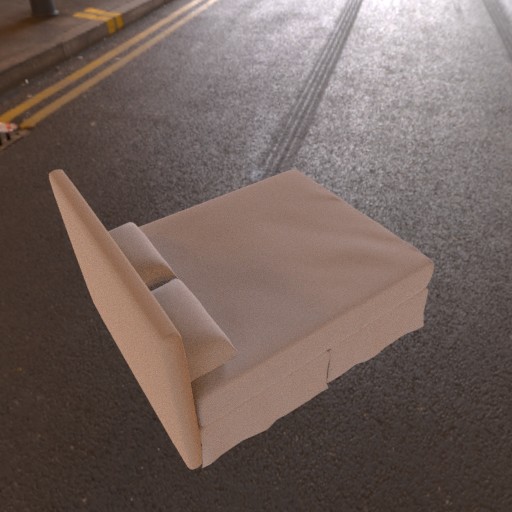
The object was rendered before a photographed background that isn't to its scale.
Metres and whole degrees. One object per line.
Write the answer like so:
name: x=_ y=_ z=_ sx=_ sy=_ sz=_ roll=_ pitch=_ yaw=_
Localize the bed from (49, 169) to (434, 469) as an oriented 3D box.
bed: x=0.000 y=0.000 z=3.217 sx=2.142 sy=1.330 sz=1.748 roll=-25 pitch=47 yaw=-25
